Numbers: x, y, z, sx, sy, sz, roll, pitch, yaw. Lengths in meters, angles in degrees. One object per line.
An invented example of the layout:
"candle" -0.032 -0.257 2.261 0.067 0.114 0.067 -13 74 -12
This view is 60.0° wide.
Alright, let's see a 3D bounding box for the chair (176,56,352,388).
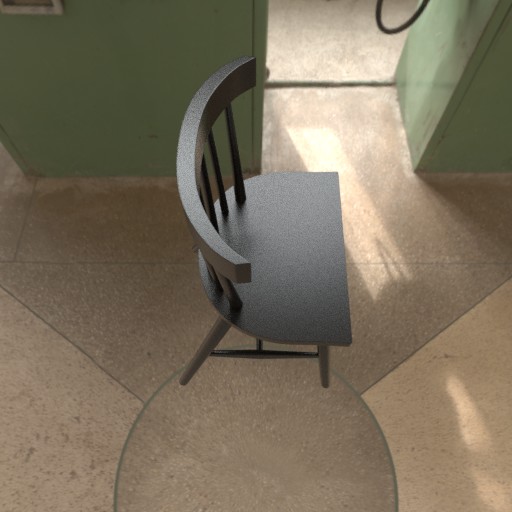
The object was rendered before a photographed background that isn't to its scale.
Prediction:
"chair" 0.000 0.000 1.150 0.483 0.844 0.506 1 63 0
